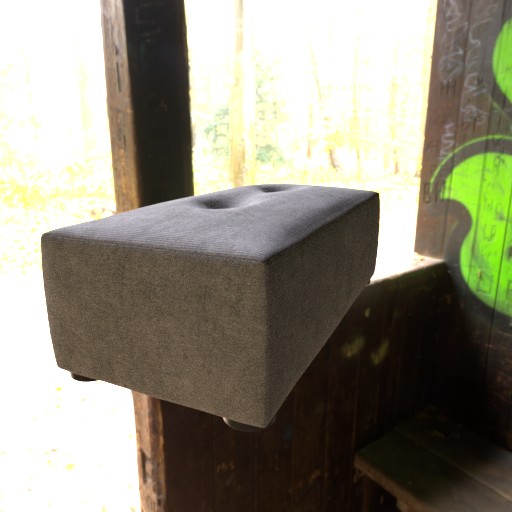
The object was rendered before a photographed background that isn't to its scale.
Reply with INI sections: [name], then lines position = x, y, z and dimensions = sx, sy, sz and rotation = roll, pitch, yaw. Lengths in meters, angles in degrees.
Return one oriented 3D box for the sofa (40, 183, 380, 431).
[sofa]
position = 0.000, 0.000, 1.150
dimensions = 0.480, 0.330, 0.930
rotation = 7, 16, 24
